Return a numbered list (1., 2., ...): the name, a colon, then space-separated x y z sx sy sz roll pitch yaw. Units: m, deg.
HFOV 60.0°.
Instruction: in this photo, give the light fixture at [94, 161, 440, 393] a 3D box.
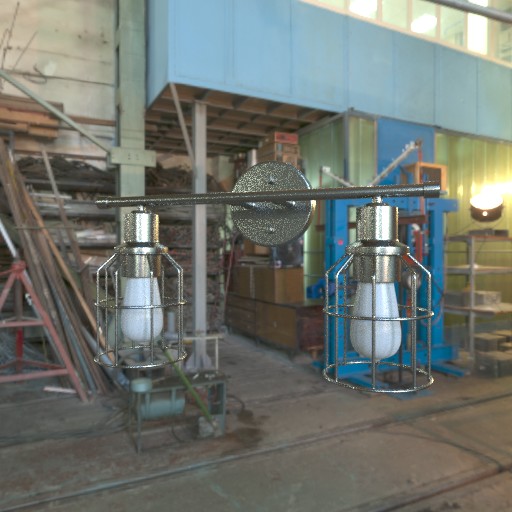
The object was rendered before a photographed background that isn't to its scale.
1. light fixture: 0.000 0.000 0.536 0.406 0.254 0.165 0 1 18
